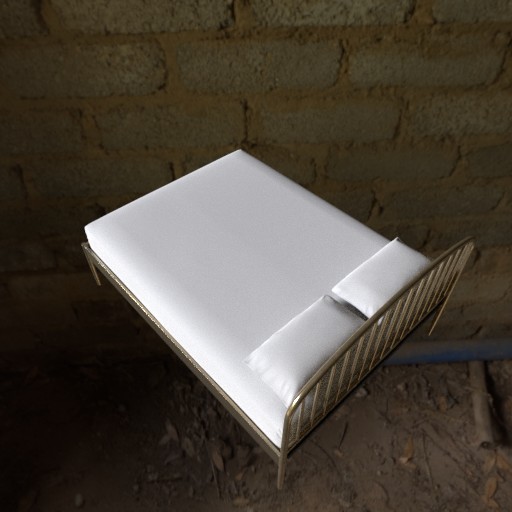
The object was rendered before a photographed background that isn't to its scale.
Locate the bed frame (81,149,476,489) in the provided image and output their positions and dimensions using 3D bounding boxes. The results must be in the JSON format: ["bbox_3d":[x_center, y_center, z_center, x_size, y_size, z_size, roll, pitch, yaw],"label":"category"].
[{"bbox_3d":[0.000,0.000,3.081,1.612,1.175,2.152,-33,55,-28],"label":"bed frame"}]
